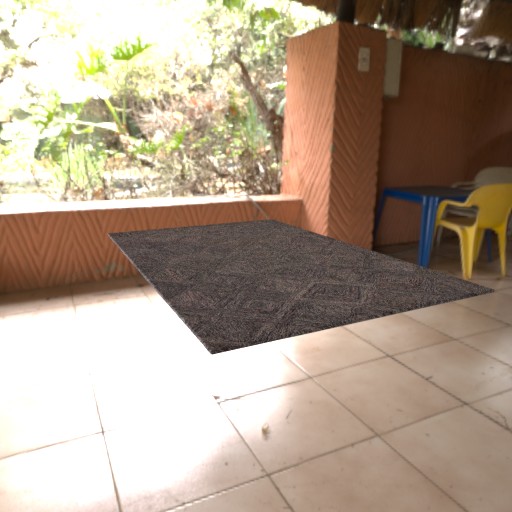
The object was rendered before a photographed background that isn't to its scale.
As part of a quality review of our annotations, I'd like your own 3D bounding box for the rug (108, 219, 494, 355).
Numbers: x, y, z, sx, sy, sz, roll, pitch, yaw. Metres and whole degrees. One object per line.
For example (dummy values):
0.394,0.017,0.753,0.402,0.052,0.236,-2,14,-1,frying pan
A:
0.000,0.000,2.868,1.501,0.017,2.298,-7,16,-26,rug
